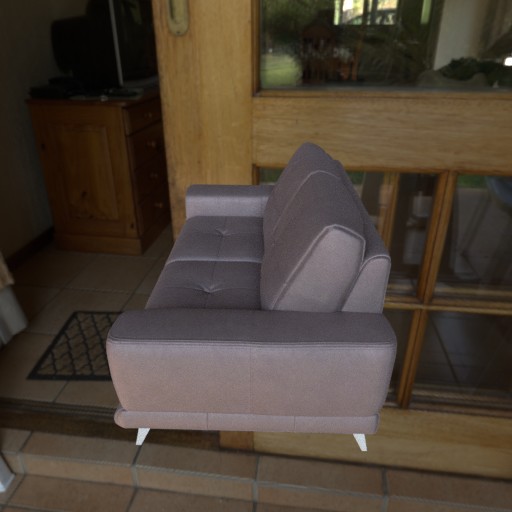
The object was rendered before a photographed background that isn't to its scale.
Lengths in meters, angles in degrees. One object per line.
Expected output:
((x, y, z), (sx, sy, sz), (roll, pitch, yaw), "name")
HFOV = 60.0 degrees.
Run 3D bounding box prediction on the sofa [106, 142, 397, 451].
((0.000, 0.000, 2.306), (1.018, 0.907, 1.806), (1, 27, 2), "sofa")
